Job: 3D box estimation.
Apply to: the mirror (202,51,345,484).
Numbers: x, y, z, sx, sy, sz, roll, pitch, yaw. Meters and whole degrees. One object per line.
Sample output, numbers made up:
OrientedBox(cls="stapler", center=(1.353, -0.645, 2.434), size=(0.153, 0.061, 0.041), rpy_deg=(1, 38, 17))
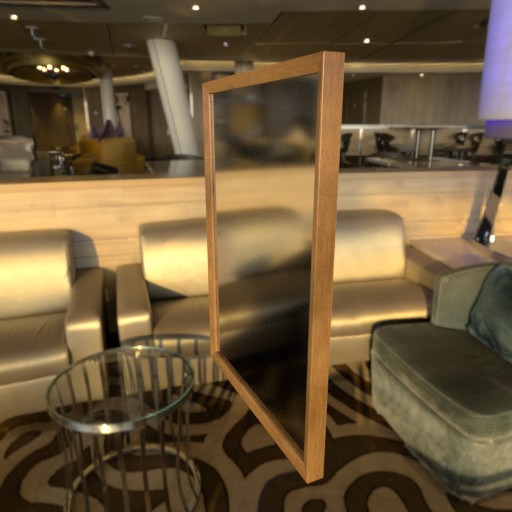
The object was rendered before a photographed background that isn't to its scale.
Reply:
OrientedBox(cls="mirror", center=(0.000, 0.000, 0.921), size=(0.039, 0.711, 0.508), rpy_deg=(-8, 18, -24))
